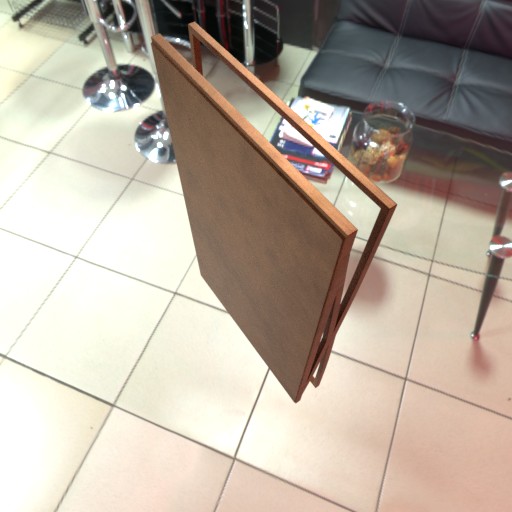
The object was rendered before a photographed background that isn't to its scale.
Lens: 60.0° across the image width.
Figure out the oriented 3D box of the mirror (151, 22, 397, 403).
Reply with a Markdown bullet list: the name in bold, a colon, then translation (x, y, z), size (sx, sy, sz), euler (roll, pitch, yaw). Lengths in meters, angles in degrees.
- **mirror**: translation (0.000, 0.000, 0.936), size (0.082, 0.768, 0.468), euler (-31, 63, -18)
